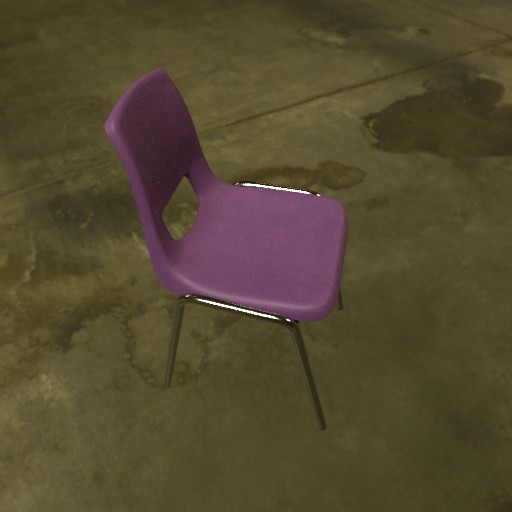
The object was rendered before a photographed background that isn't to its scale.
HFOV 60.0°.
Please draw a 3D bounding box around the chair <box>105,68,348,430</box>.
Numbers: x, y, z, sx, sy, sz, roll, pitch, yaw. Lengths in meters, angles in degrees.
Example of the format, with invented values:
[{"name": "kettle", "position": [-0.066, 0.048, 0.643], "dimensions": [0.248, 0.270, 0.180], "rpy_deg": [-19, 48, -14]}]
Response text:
[{"name": "chair", "position": [0.000, 0.000, 0.949], "dimensions": [0.432, 0.704, 0.381], "rpy_deg": [10, 47, 10]}]
